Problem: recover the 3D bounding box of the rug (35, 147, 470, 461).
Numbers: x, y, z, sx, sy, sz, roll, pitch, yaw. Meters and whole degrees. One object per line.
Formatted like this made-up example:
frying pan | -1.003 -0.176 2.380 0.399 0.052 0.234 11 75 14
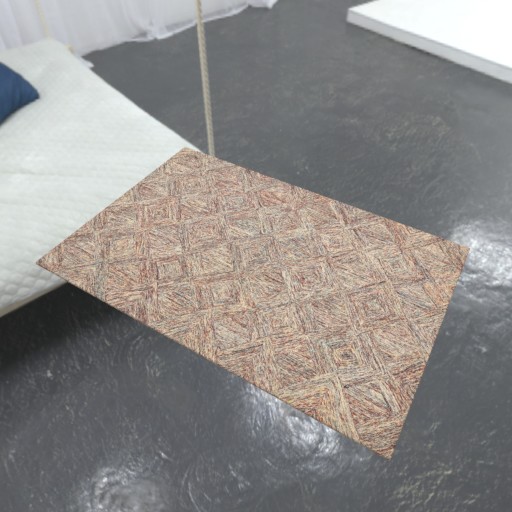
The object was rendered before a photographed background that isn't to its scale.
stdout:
rug | 0.000 0.000 2.797 2.285 0.019 1.523 23 51 21
